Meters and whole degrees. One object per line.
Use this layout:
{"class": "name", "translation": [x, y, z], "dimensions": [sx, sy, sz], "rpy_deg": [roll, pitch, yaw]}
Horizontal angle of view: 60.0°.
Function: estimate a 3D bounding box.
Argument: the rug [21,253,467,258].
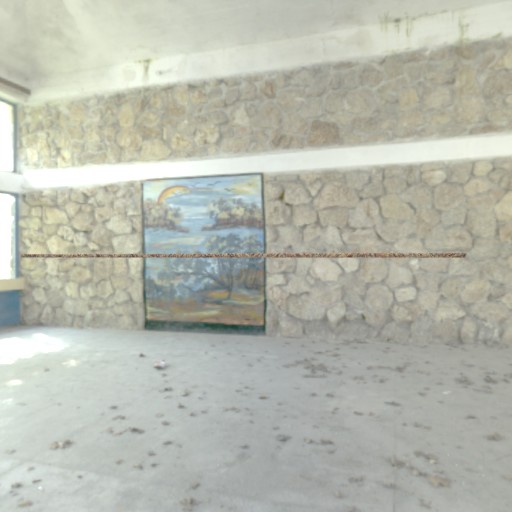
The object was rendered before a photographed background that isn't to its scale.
{"class": "rug", "translation": [0.000, 0.000, 2.851], "dimensions": [2.285, 0.019, 1.523], "rpy_deg": [0, 0, 18]}
